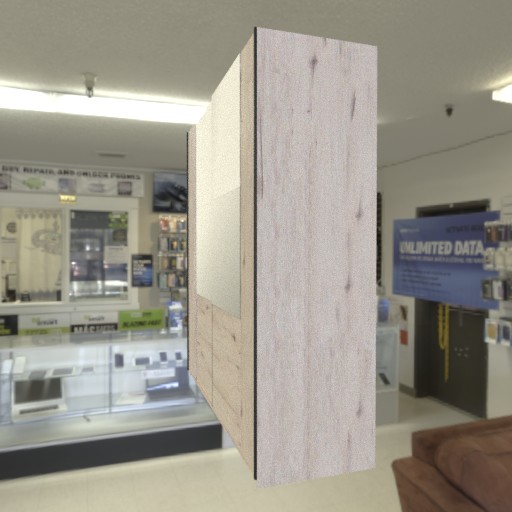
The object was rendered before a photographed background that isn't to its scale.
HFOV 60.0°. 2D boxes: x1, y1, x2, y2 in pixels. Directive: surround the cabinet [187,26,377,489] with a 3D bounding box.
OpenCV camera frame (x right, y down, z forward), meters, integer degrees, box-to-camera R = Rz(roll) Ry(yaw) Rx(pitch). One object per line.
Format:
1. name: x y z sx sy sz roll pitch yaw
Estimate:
1. cabinet: 0.000 0.000 3.140 0.660 2.180 2.000 0 1 -18
